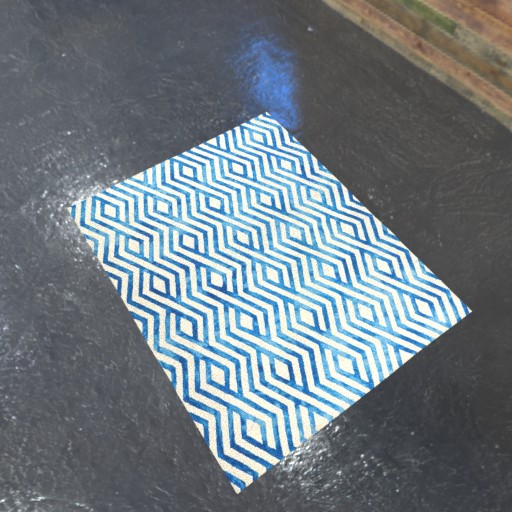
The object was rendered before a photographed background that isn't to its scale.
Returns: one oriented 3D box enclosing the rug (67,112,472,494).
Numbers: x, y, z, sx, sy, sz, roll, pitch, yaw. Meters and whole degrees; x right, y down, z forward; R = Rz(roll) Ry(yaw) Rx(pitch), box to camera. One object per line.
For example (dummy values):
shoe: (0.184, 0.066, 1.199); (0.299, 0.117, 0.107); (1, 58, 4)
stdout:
rug: (0.000, 0.000, 4.125); (2.453, 0.008, 3.059); (-31, 64, -17)
